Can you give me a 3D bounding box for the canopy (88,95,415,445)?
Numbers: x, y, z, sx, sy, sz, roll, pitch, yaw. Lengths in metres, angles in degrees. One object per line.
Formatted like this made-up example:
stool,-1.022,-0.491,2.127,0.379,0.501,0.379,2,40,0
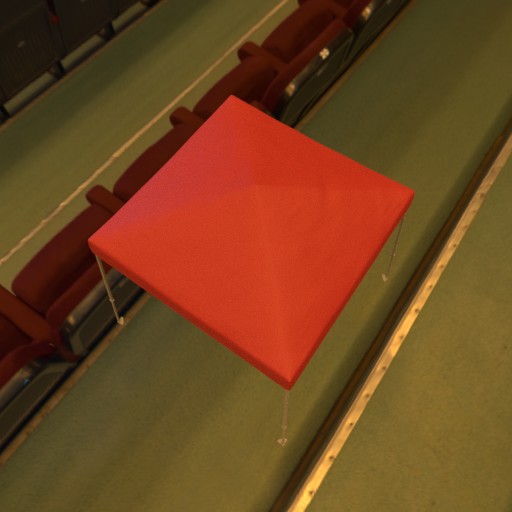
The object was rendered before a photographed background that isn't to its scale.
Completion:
canopy,0.000,0.000,6.601,3.599,3.600,3.600,32,68,15
